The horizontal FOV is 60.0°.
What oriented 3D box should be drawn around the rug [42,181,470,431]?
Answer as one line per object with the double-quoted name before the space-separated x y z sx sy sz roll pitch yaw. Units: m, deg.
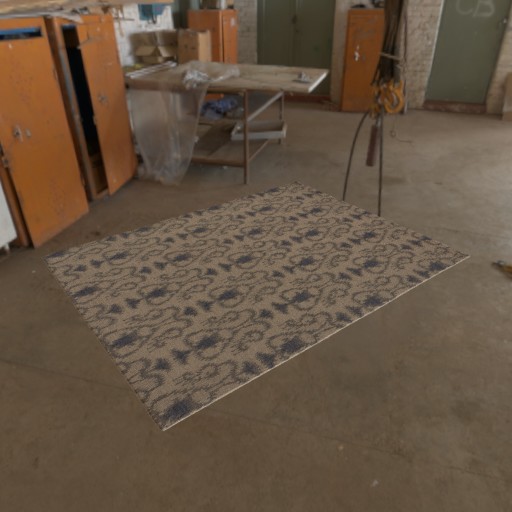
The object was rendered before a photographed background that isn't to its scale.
"rug" 0.000 0.000 4.146 3.205 0.015 2.437 -21 36 -32
